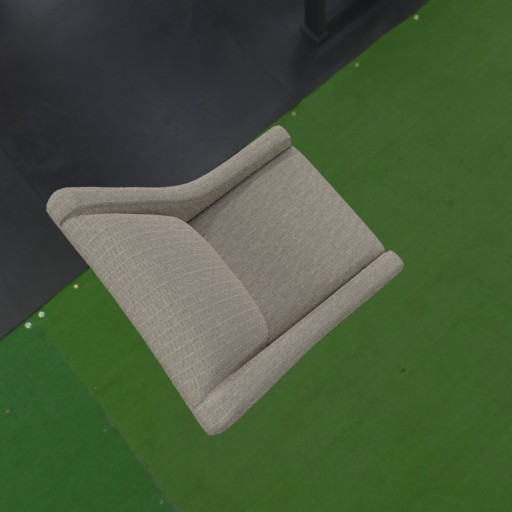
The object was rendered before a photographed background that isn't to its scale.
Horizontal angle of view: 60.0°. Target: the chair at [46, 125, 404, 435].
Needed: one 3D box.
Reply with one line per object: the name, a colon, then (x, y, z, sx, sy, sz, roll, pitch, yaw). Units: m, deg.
chair: (0.000, 0.000, 1.640, 0.870, 1.014, 0.774, -38, 79, -8)
